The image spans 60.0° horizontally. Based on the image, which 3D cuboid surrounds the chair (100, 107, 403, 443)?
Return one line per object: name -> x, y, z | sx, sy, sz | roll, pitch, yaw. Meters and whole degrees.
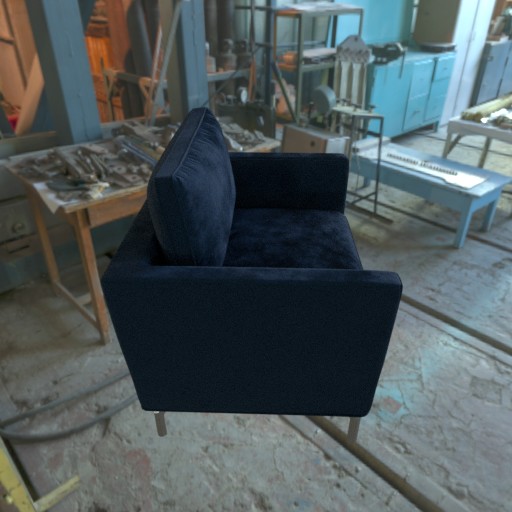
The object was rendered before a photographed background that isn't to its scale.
chair -> 0.000, 0.000, 1.593 | 0.746, 0.893, 0.977 | 1, 32, 1
